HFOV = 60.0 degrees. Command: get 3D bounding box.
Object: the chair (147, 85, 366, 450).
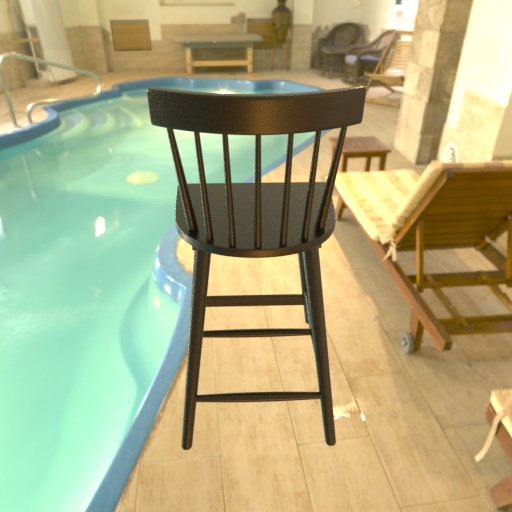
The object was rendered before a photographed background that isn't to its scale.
[{"bbox_3d":[0.000,0.000,1.273,0.483,0.952,0.572,-1,31,-2],"label":"chair"}]
